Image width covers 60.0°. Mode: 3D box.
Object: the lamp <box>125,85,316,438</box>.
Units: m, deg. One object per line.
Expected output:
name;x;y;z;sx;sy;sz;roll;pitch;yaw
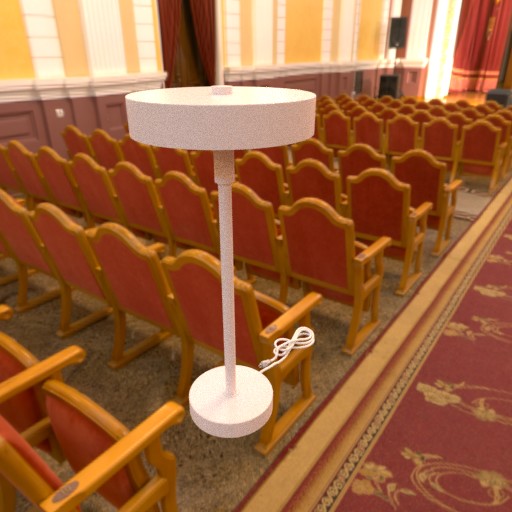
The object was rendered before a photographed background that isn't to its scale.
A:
lamp;0.000;0.000;0.697;0.229;0.508;0.369;17;30;32
